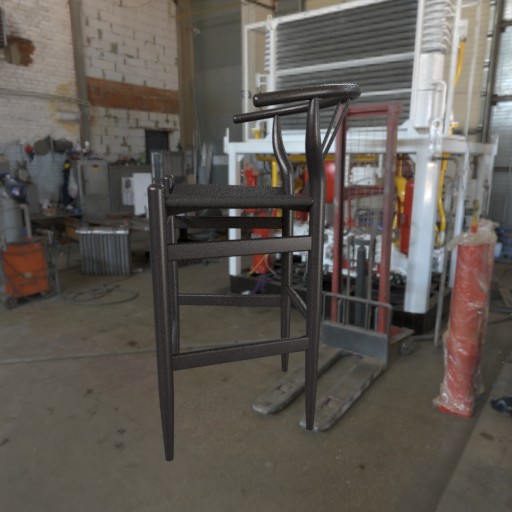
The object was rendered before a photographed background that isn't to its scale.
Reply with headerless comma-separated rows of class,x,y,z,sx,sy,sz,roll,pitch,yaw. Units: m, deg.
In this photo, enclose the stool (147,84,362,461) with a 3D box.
stool,0.000,0.000,1.361,0.579,0.970,0.569,-2,13,-8
